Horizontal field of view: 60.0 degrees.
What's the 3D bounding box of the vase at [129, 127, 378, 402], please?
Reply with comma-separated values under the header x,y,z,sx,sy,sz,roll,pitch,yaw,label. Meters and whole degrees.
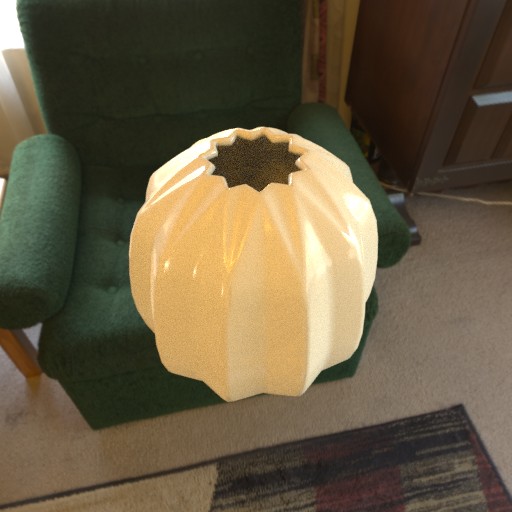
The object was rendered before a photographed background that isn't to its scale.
x,y,z,sx,sy,sz,roll,pitch,yaw,label
0.000,0.000,0.250,0.139,0.134,0.139,0,47,0,vase
